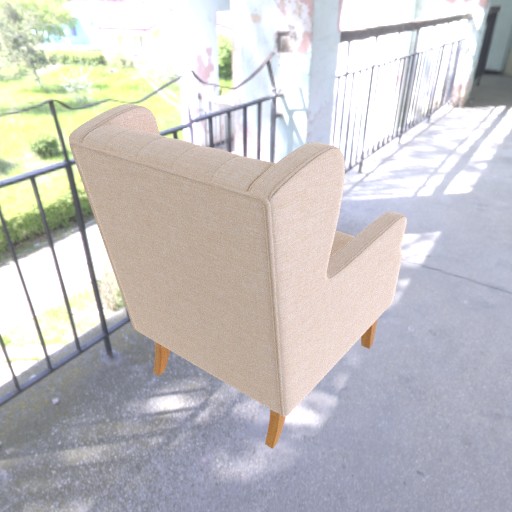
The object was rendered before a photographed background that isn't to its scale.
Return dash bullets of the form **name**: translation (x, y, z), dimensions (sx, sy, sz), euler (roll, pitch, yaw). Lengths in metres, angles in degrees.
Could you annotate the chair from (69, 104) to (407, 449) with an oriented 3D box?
- **chair**: translation (0.000, 0.000, 1.425), dimensions (0.710, 0.930, 0.760), euler (21, 37, 30)
